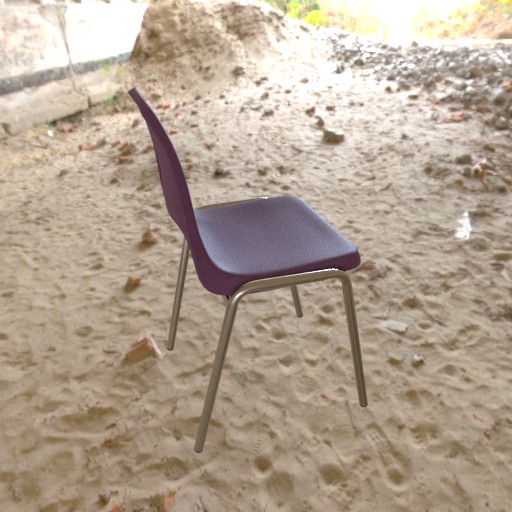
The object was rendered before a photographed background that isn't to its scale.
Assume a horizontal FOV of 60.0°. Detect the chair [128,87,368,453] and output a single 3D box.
[{"bbox_3d":[0.000,0.000,0.963,0.432,0.704,0.381,-10,32,-17],"label":"chair"}]
